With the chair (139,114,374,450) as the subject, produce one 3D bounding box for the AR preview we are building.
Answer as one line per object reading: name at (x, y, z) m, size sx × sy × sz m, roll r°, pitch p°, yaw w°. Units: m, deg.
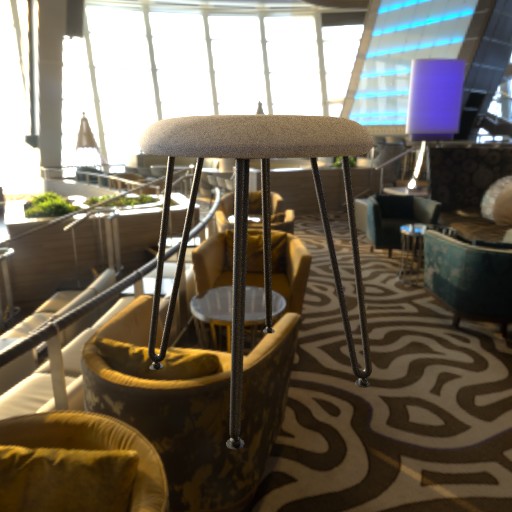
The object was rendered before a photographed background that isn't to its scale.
chair at (0.000, 0.000, 0.642) m, size 0.350 × 0.386 × 0.350 m, roll 2°, pitch 15°, yaw 9°
